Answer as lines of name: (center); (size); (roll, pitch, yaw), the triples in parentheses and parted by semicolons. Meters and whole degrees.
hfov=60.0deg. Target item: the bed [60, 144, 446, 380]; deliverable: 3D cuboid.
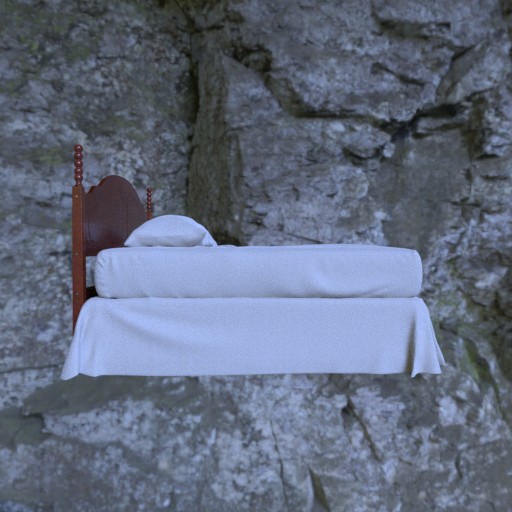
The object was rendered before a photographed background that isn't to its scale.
bed: (0.000, 0.000, 3.594); (2.219, 1.355, 2.322); (0, 1, -1)
